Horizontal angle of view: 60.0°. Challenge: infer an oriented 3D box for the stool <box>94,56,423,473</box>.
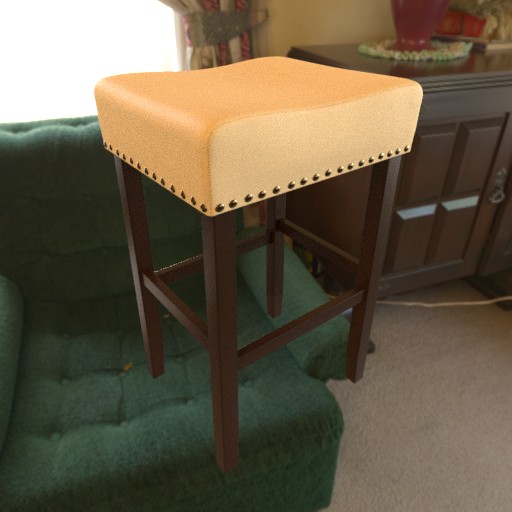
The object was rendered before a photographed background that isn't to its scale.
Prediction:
[{"bbox_3d":[0.000,0.000,1.000,0.471,0.762,0.401,-22,38,-31],"label":"stool"}]
